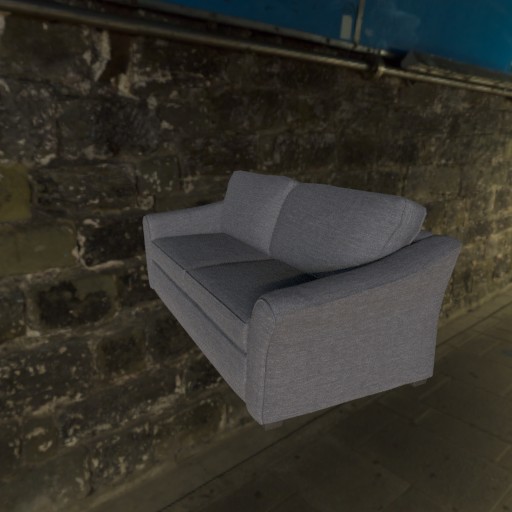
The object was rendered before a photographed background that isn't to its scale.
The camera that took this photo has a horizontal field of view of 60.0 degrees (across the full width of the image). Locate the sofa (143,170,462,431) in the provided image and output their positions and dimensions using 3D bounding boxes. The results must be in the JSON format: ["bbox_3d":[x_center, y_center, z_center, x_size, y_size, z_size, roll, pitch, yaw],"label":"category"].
[{"bbox_3d":[0.000,0.000,2.787,0.971,0.950,2.270,-7,16,-25],"label":"sofa"}]
